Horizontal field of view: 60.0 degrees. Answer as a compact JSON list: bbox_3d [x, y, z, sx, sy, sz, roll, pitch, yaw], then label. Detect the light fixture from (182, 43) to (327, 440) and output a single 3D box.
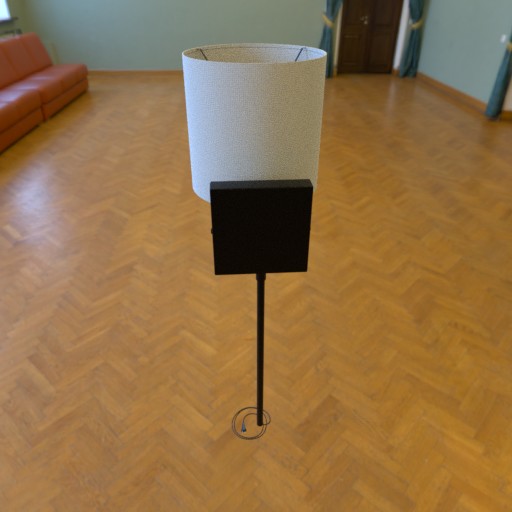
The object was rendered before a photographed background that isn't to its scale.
[{"bbox_3d":[0.000,0.000,0.709,0.188,0.589,0.248,-2,32,-3],"label":"light fixture"}]
